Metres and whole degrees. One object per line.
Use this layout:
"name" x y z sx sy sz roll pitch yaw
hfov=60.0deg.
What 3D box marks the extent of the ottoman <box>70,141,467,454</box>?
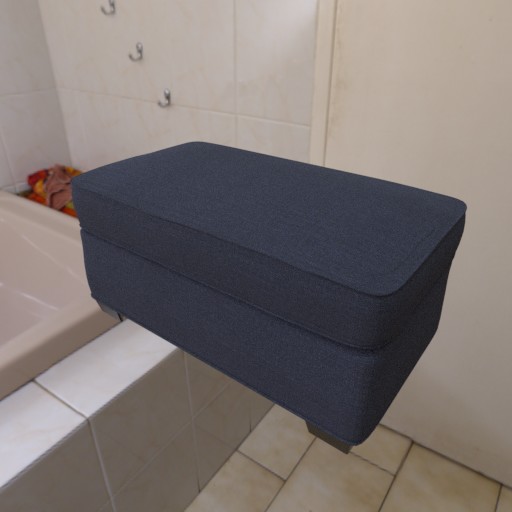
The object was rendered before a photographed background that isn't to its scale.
"ottoman" 0.000 0.000 1.169 0.895 0.453 0.505 20 35 32
